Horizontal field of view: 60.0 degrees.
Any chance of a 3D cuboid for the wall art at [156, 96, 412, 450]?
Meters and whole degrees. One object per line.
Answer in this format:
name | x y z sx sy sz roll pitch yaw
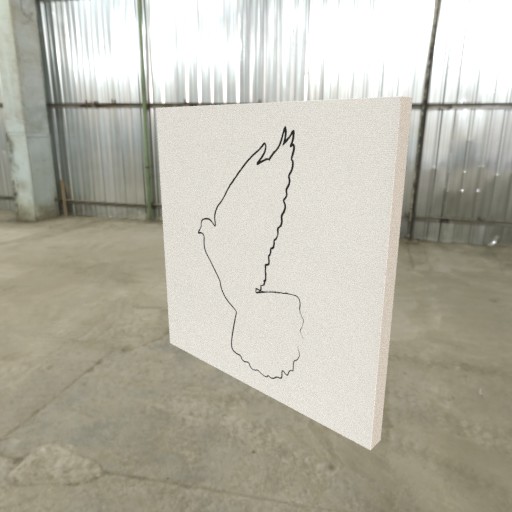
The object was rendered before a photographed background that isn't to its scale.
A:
wall art | 0.000 0.000 0.938 0.610 0.610 0.038 15 22 41
